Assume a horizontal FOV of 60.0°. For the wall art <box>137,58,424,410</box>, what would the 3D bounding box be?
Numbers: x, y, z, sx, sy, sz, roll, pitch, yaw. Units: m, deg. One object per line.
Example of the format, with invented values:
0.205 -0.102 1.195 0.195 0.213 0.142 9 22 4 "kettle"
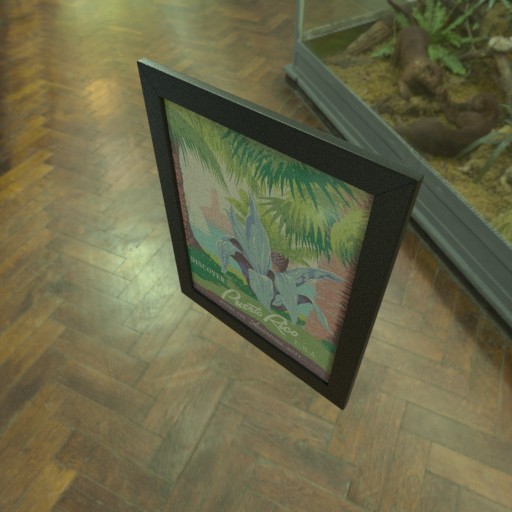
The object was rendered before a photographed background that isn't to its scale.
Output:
0.000 0.000 0.808 0.481 0.582 0.018 32 54 26 "wall art"
